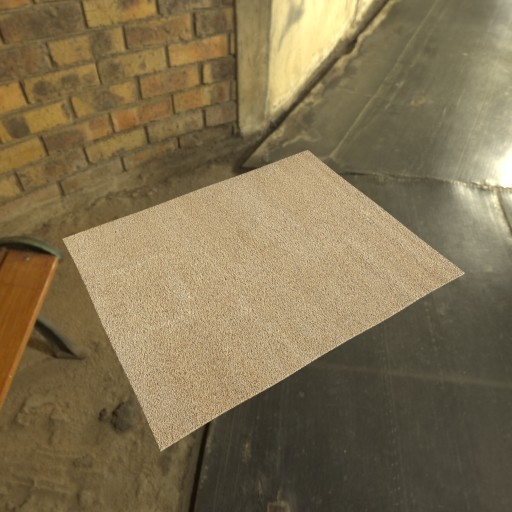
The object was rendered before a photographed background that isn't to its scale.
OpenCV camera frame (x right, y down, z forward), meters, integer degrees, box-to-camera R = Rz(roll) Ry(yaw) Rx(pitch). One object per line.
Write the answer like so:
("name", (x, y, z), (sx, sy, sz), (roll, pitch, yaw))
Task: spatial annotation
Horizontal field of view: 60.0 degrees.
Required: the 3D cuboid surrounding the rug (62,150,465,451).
("rug", (0.000, 0.000, 4.212), (3.000, 0.025, 2.400), (-24, 51, -22))
